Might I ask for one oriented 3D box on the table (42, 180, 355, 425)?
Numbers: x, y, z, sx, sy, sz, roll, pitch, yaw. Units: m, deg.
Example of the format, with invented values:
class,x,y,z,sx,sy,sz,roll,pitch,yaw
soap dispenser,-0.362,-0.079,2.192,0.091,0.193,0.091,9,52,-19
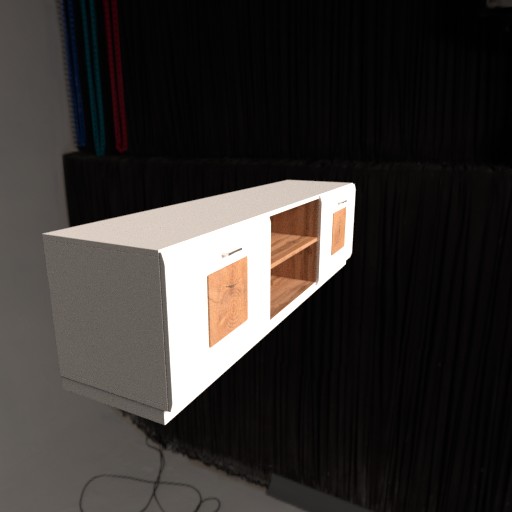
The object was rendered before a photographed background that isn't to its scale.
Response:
class,x,y,z,sx,sy,sz,roll,pitch,yaw
table,0.000,0.000,1.733,0.400,0.440,1.550,8,17,26
